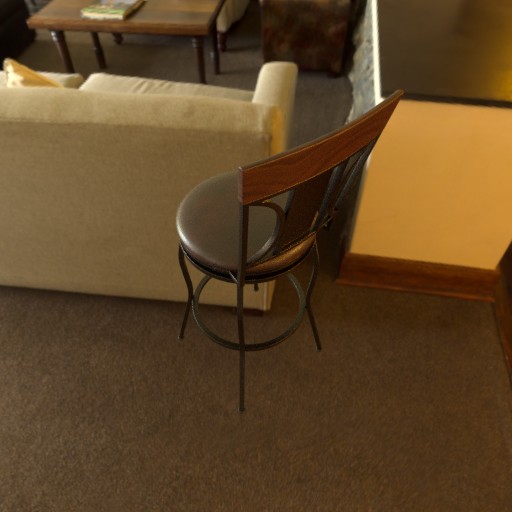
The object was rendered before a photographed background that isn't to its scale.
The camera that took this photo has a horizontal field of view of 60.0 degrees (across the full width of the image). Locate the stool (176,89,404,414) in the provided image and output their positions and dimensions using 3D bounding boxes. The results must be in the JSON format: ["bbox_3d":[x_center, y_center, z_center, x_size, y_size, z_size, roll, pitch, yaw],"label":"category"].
[{"bbox_3d":[0.000,0.000,1.399,0.448,1.130,0.513,-31,54,-26],"label":"stool"}]
